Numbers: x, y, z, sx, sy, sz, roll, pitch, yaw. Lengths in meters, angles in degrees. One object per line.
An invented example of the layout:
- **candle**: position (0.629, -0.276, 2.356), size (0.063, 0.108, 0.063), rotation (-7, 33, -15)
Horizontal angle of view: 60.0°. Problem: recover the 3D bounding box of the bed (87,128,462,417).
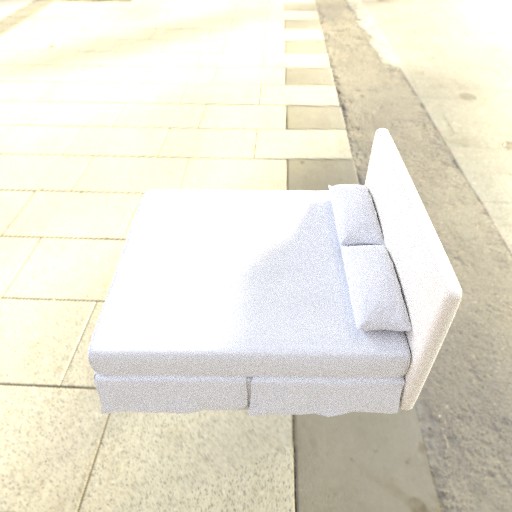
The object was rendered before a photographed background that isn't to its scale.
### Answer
- **bed**: position (0.000, 0.000, 3.619), size (2.341, 1.317, 2.119), rotation (0, 42, 1)
